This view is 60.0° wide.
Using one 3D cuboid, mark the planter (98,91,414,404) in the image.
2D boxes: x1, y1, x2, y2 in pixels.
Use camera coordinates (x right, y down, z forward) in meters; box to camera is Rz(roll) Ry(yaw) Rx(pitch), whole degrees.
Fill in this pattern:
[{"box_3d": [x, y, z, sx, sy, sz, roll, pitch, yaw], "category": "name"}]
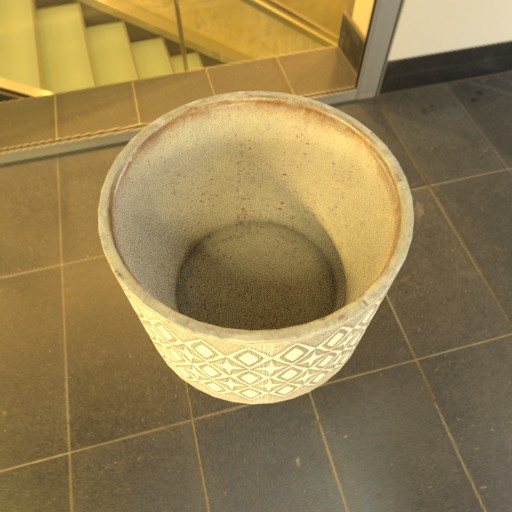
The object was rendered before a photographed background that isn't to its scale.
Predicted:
[{"box_3d": [0.000, 0.000, 0.326, 0.186, 0.144, 0.186, 0, 59, 0], "category": "planter"}]
